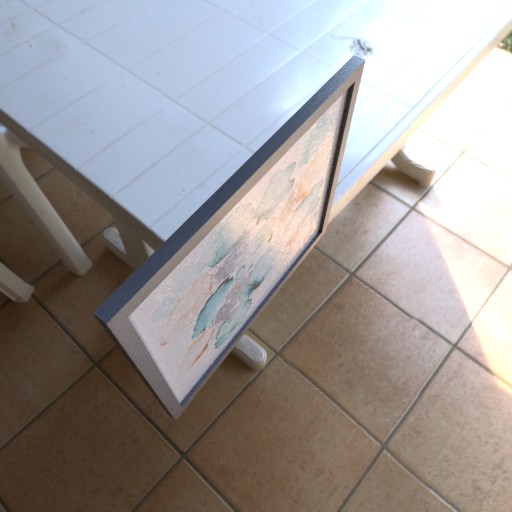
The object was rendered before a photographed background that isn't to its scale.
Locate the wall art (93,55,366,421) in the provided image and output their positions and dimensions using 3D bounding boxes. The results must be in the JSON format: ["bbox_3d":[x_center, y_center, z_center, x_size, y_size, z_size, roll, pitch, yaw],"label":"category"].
[{"bbox_3d":[0.000,0.000,0.928,0.026,0.558,0.660,32,63,18],"label":"wall art"}]
